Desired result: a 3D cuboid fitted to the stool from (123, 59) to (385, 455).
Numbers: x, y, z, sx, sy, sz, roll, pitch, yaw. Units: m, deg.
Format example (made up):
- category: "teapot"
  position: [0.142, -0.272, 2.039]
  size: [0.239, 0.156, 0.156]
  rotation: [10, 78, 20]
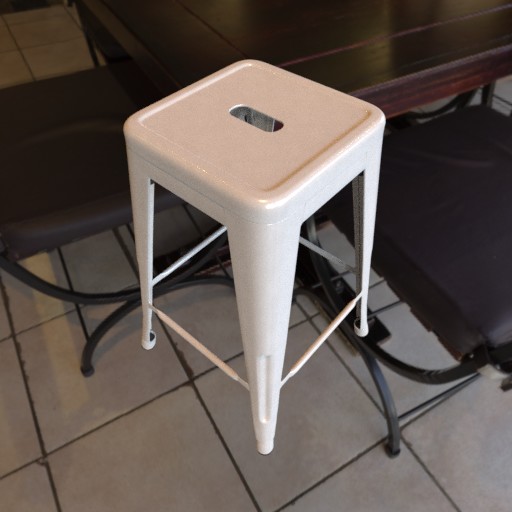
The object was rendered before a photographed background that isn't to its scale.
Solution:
- category: "stool"
  position: [0.000, 0.000, 0.870]
  size: [0.406, 0.610, 0.406]
  rotation: [33, 56, 26]
